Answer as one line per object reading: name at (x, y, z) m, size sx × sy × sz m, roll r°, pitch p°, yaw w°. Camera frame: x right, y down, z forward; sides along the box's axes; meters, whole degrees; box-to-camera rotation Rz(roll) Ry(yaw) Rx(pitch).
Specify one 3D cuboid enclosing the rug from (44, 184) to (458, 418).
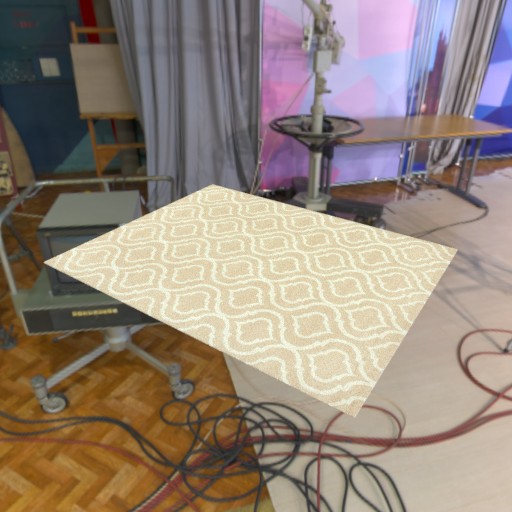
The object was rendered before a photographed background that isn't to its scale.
rug at (0.000, 0.000, 3.940) m, size 2.894 × 0.013 × 2.286 m, roll 19°, pitch 35°, yaw 30°
